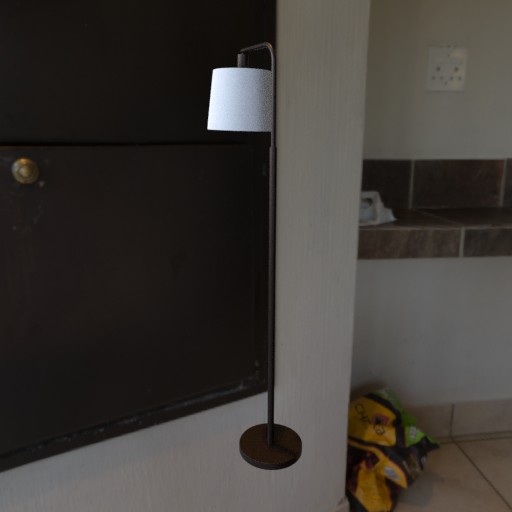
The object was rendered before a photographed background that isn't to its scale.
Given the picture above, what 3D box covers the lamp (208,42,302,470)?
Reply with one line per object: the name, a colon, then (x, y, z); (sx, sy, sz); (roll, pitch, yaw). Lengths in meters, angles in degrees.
lamp: (0.000, 0.000, 1.664); (0.254, 1.478, 0.508); (-6, 15, -25)
